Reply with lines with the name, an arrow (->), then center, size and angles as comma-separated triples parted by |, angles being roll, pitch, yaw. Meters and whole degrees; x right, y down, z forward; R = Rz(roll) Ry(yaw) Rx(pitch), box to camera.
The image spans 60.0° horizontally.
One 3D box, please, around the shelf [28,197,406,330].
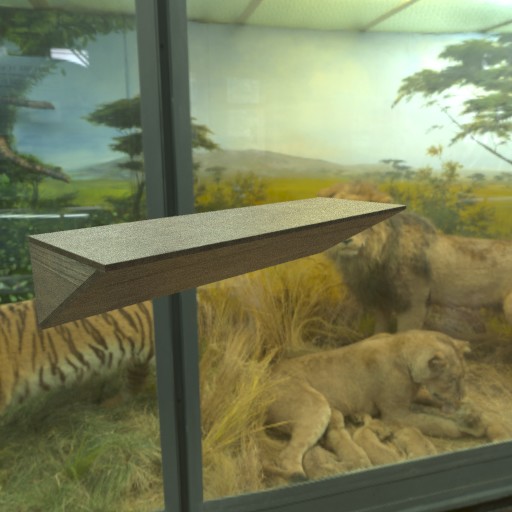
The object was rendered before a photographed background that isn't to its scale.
shelf -> 0.000, 0.000, 0.711 | 0.200, 0.125, 0.610 | 13, 19, 43
